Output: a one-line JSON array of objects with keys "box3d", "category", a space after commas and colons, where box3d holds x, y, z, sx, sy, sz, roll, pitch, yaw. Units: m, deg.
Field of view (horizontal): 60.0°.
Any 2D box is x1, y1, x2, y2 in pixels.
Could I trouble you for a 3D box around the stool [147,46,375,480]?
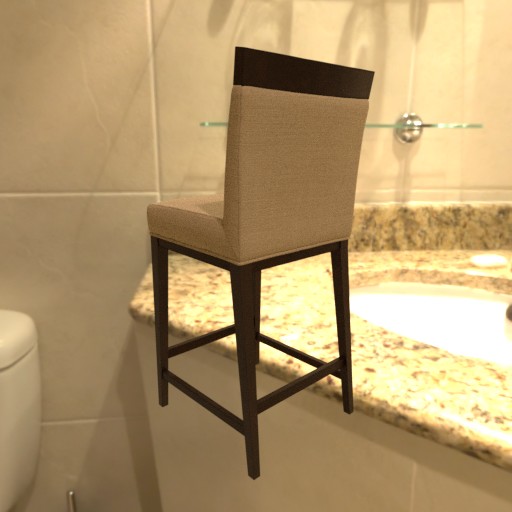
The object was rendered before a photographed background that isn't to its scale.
[{"box3d": [0.000, 0.000, 1.424, 0.511, 1.117, 0.531, -13, 19, -41], "category": "stool"}]
